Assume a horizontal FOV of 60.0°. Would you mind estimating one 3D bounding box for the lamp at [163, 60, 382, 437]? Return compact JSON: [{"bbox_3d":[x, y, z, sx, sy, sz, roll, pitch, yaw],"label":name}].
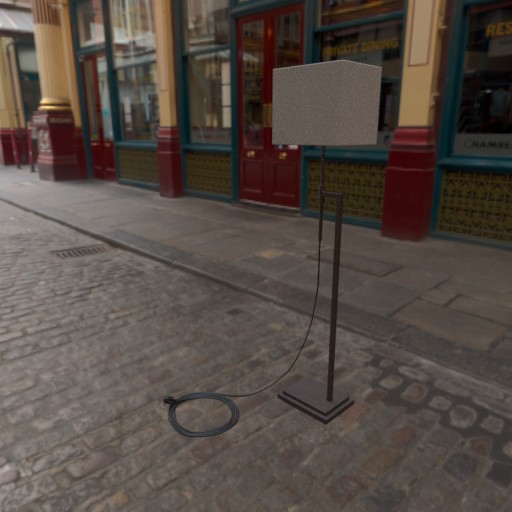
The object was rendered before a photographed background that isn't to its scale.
[{"bbox_3d":[0.000,0.000,2.017,0.774,1.600,0.698,-15,21,-43],"label":"lamp"}]
